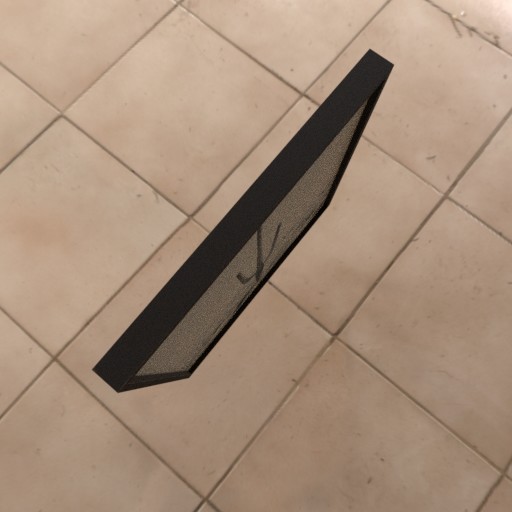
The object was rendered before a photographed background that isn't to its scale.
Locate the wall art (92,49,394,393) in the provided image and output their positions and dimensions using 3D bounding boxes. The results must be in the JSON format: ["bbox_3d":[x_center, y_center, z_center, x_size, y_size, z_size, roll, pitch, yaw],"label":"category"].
[{"bbox_3d":[0.000,0.000,0.760,0.038,0.508,0.508,38,79,9],"label":"wall art"}]
